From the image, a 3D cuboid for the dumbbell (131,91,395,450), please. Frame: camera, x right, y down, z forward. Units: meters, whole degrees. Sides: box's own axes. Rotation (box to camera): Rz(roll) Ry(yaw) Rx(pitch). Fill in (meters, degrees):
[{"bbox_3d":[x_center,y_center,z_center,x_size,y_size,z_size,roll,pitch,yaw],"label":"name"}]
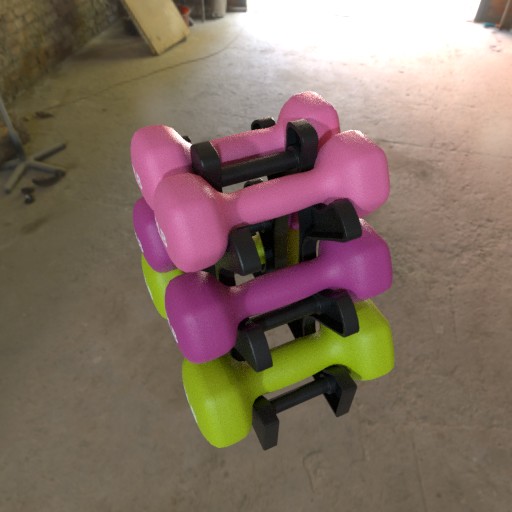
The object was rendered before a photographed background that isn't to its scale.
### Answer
[{"bbox_3d":[0.000,0.000,0.428,0.203,0.261,0.257,-18,49,-16],"label":"dumbbell"}]
